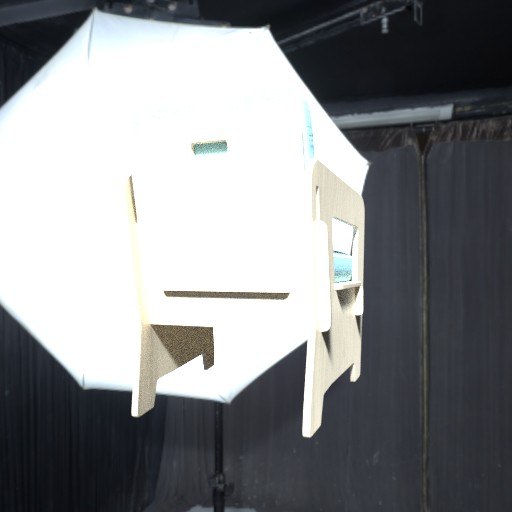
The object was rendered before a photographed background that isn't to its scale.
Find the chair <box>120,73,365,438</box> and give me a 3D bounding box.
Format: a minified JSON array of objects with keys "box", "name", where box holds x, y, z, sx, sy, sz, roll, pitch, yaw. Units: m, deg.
[{"box":[0.000,0.000,1.313,0.590,0.800,0.710,0,-2,18],"name":"chair"}]
